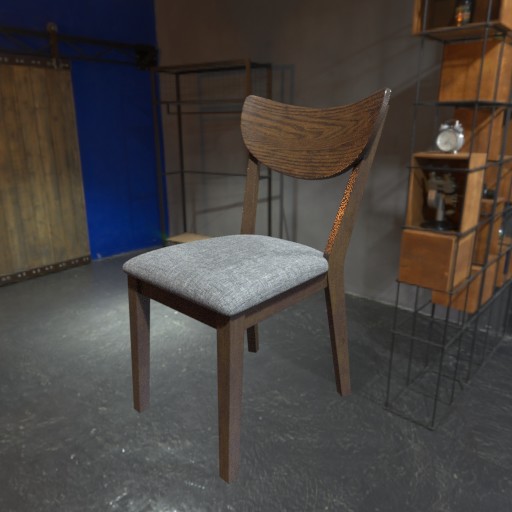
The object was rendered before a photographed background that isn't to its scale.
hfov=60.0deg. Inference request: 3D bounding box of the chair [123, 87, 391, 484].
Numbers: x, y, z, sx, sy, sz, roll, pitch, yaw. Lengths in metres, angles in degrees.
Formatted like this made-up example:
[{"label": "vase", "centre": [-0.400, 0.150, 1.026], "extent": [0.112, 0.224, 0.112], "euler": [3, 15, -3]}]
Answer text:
[{"label": "chair", "centre": [0.000, 0.000, 1.191], "extent": [0.491, 0.849, 0.583], "euler": [15, 22, 42]}]
